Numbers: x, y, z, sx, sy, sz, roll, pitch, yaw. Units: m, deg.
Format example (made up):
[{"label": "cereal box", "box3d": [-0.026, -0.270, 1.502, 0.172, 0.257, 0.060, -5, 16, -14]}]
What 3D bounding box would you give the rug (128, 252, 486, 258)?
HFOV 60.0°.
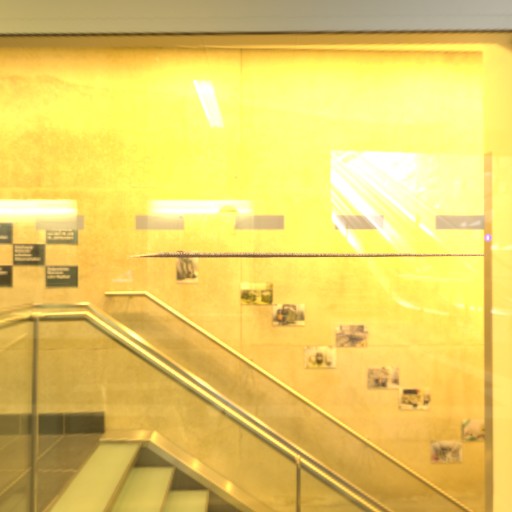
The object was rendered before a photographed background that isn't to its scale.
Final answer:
[{"label": "rug", "box3d": [0.000, 0.000, 2.361, 1.225, 0.013, 1.840, 0, 0, -19]}]
